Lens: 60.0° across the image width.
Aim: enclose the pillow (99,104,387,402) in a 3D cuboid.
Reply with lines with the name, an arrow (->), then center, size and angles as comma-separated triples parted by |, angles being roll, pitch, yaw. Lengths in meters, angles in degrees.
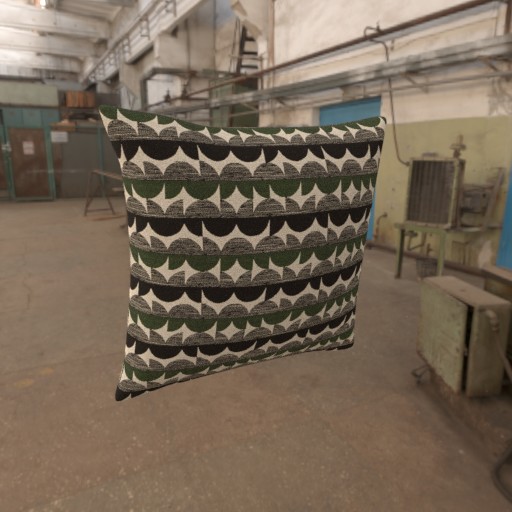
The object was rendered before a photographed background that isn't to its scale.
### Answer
pillow -> 0.000, 0.000, 0.653 | 0.419, 0.404, 0.180 | -6, 15, -24
